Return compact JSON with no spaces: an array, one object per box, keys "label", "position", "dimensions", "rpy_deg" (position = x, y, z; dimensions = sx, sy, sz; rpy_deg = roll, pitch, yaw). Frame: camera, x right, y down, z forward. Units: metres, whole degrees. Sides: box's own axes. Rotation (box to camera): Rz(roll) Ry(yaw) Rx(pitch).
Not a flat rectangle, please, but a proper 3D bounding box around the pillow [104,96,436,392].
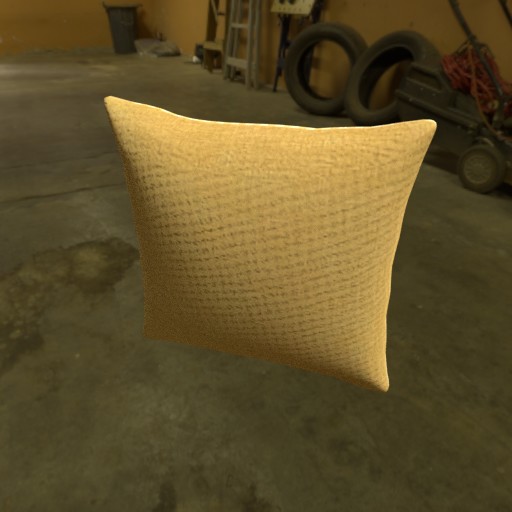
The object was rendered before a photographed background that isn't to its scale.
[{"label":"pillow","position":[0.000,0.000,0.625],"dimensions":[0.419,0.407,0.173],"rpy_deg":[9,32,16]}]
